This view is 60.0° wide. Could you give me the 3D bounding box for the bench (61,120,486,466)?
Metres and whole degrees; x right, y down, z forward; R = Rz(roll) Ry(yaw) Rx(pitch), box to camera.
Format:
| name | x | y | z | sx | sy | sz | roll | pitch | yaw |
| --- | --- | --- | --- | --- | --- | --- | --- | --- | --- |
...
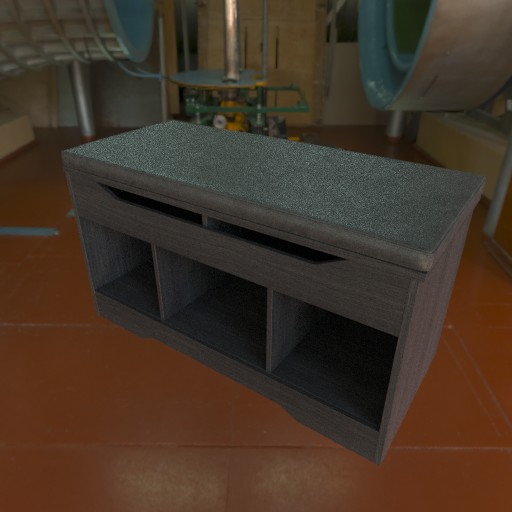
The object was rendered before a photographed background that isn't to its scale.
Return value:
| name | x | y | z | sx | sy | sz | roll | pitch | yaw |
| --- | --- | --- | --- | --- | --- | --- | --- | --- | --- |
| bench | 0.000 | 0.000 | 1.130 | 0.905 | 0.501 | 0.401 | 19 | 35 | 30 |
